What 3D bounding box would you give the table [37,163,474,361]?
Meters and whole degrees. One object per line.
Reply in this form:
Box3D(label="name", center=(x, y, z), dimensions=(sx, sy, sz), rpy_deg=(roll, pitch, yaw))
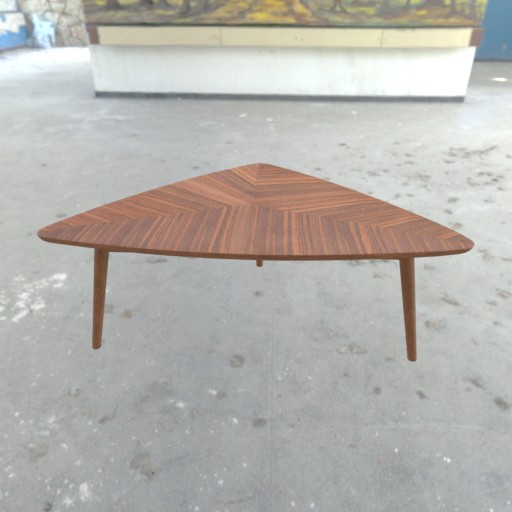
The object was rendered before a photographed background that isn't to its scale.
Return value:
Box3D(label="table", center=(0.000, 0.000, 1.304), dimensions=(1.008, 0.365, 0.601), rpy_deg=(2, 31, 3))
